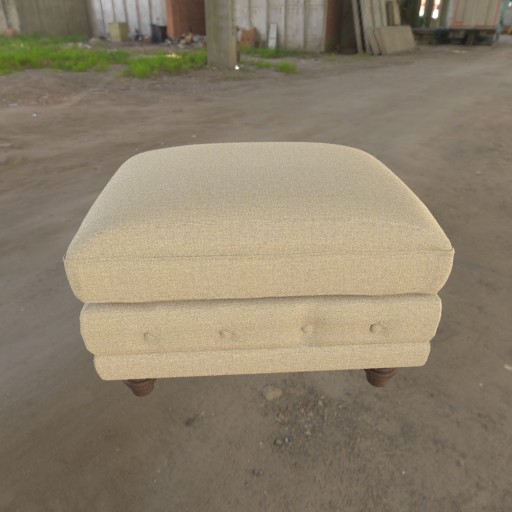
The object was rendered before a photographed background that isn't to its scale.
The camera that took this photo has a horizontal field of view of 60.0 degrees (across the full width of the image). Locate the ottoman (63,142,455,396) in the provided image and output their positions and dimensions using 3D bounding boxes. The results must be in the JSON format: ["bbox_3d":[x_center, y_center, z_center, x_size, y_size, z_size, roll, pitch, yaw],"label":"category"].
[{"bbox_3d":[0.000,0.000,1.038,0.684,0.463,0.541,-1,29,-3],"label":"ottoman"}]
